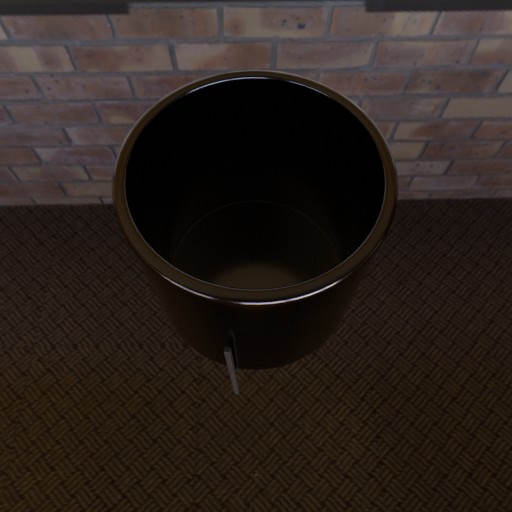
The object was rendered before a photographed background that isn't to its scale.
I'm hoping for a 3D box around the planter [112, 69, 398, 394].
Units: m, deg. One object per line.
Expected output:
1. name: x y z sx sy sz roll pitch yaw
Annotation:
1. planter: 0.000 0.000 0.659 0.310 0.432 0.310 -30 68 -14
